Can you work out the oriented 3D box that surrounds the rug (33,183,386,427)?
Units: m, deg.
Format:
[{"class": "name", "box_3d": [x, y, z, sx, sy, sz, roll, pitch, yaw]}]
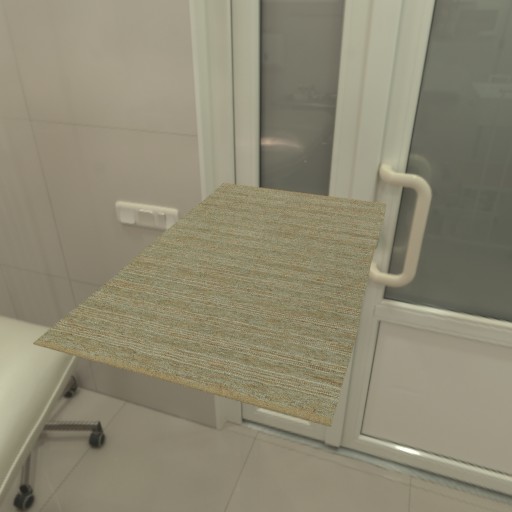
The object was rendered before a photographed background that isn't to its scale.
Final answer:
[{"class": "rug", "box_3d": [0.000, 0.000, 3.025, 1.540, 0.012, 2.448, 10, 31, 17]}]
